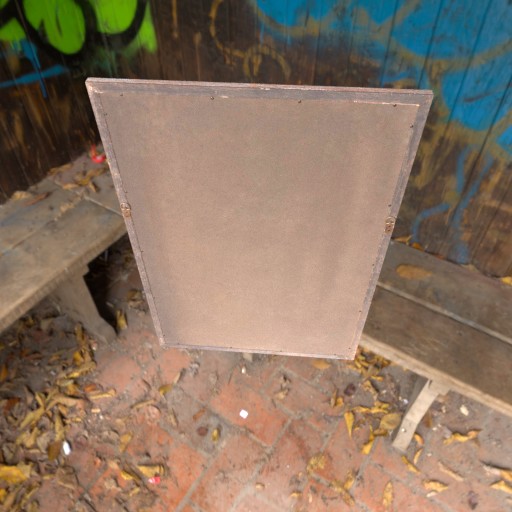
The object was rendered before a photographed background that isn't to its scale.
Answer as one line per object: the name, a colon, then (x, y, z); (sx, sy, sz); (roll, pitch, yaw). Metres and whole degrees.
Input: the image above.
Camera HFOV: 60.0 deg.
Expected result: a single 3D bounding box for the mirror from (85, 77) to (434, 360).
mirror: (0.000, 0.000, 1.257); (0.705, 0.996, 0.025); (3, 46, 3)
